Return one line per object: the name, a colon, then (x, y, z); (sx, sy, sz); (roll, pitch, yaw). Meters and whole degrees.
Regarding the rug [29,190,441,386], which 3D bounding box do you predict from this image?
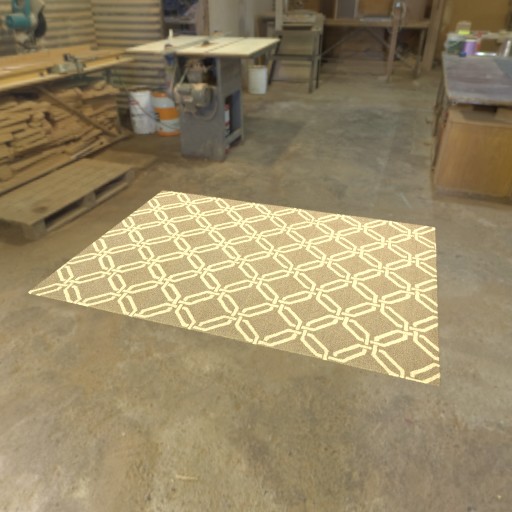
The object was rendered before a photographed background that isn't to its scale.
rug: (0.000, 0.000, 4.421); (3.419, 0.020, 2.441); (10, 32, 16)
